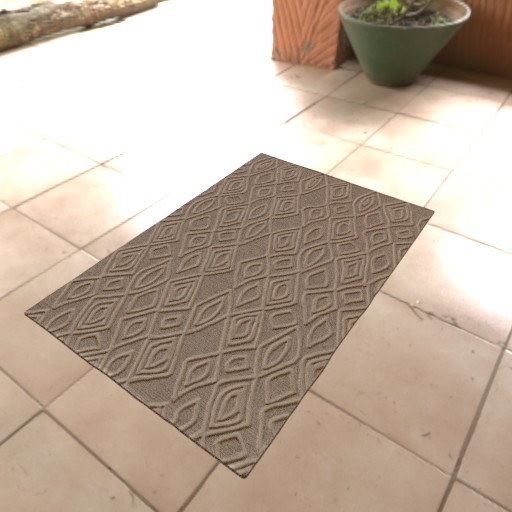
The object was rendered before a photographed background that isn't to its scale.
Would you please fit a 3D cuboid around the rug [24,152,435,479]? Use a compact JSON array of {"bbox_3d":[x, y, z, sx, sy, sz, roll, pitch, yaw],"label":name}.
[{"bbox_3d":[0.000,0.000,2.248,1.224,0.016,1.832,25,47,26],"label":"rug"}]
